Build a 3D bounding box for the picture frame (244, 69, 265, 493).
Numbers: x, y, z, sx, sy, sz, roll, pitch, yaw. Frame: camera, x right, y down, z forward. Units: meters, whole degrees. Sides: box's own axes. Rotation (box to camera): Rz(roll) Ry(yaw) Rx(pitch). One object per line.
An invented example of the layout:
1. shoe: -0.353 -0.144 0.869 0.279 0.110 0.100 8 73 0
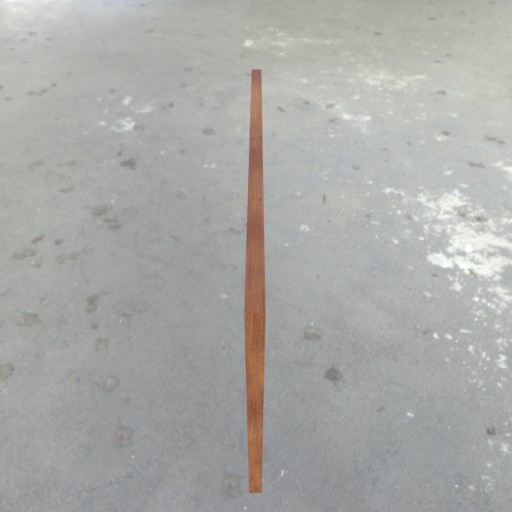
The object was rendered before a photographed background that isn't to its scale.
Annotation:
1. picture frame: 0.000 0.000 1.178 0.029 0.640 0.950 0 42 0
